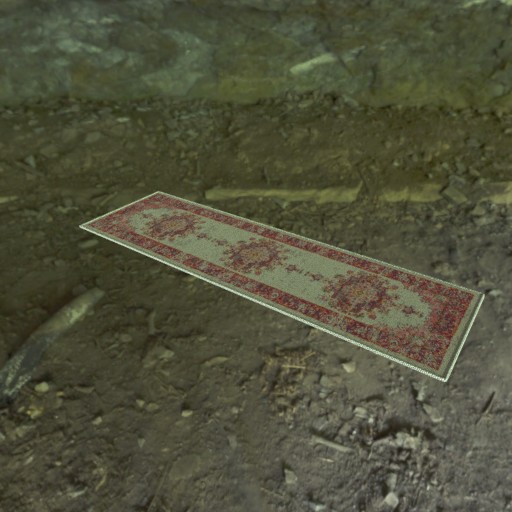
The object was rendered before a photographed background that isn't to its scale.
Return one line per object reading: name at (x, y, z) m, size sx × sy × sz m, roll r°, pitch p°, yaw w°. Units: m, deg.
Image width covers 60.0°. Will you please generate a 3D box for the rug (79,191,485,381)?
rug at (0.000, 0.000, 2.007) m, size 1.824 × 0.009 × 0.562 m, roll 20°, pitch 36°, yaw 30°
